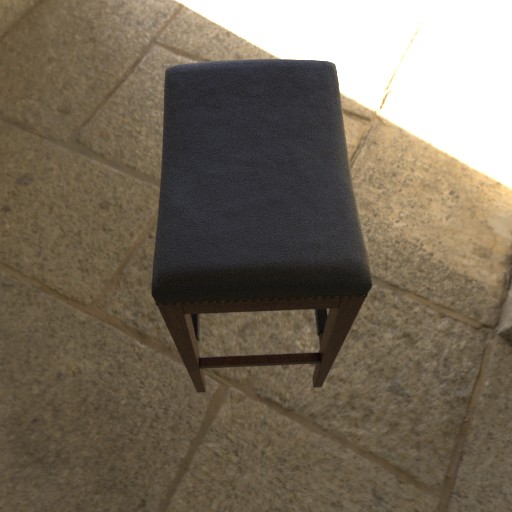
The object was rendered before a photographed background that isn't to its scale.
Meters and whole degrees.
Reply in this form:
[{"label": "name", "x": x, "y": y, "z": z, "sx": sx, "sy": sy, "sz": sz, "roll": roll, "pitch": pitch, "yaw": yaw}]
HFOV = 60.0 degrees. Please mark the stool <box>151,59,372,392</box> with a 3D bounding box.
[{"label": "stool", "x": 0.000, "y": 0.000, "z": 1.049, "sx": 0.361, "sy": 0.765, "sz": 0.500, "roll": -2, "pitch": 65, "yaw": -1}]
